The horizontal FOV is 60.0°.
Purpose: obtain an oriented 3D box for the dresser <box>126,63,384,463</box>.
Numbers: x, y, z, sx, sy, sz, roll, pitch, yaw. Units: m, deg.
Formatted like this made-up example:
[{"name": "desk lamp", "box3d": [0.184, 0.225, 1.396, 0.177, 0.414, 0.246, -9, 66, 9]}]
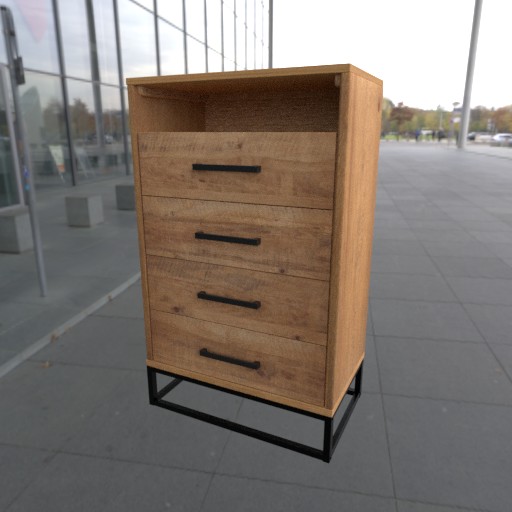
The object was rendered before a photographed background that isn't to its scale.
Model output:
[{"name": "dresser", "box3d": [0.000, 0.000, 1.661, 0.761, 1.240, 0.479, 8, 17, 25]}]
